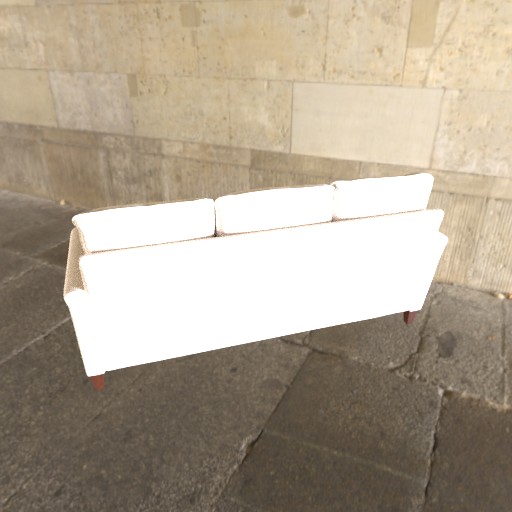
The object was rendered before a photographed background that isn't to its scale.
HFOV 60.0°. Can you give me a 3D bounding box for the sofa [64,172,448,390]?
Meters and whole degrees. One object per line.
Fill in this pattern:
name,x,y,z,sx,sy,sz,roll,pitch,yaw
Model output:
sofa,0.000,0.000,2.480,1.925,0.961,0.828,-8,28,-16
